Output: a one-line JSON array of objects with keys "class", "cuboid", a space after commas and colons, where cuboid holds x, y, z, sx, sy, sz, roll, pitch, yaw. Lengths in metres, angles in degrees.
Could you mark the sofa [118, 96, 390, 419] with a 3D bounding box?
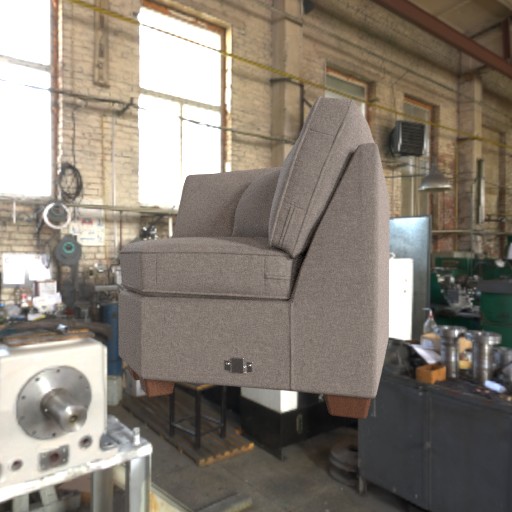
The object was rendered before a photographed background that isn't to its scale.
[{"class": "sofa", "cuboid": [0.000, 0.000, 1.868, 1.050, 0.951, 1.042, 0, 0, 18]}]
